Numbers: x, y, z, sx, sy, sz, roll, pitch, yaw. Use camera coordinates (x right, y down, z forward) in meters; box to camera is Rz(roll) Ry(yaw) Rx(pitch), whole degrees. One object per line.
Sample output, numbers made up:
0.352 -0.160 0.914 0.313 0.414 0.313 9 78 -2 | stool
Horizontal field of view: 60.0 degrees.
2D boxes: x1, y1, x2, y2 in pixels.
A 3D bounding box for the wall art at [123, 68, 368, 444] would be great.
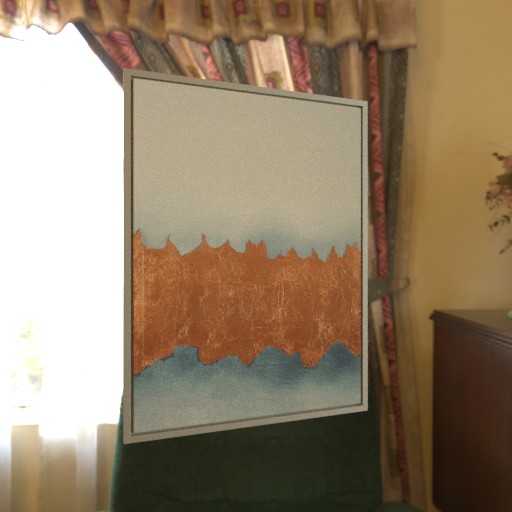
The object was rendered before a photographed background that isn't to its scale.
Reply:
0.000 0.000 1.375 0.789 1.042 0.034 0 0 -20 | wall art
